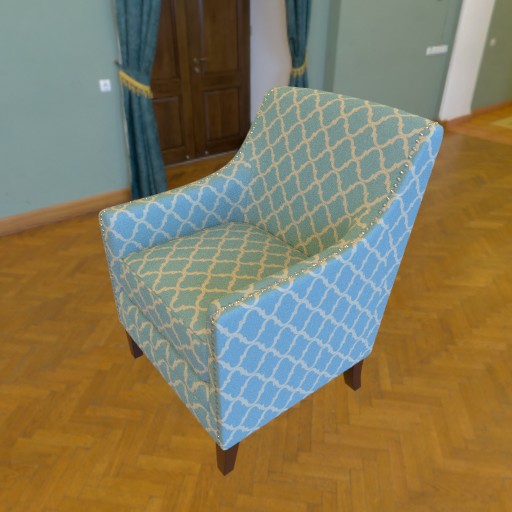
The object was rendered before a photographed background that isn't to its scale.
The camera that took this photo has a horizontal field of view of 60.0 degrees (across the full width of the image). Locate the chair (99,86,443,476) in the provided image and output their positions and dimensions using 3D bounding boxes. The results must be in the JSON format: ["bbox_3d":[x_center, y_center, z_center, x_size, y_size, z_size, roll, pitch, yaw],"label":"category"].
[{"bbox_3d":[0.000,0.000,1.291,0.686,0.817,0.617,-22,38,-32],"label":"chair"}]
